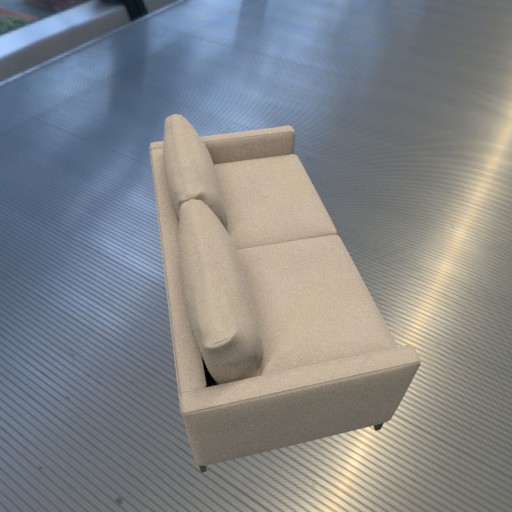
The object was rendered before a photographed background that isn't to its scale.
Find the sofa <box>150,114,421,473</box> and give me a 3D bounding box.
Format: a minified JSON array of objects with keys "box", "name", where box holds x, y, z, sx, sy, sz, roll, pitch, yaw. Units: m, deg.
[{"box":[0.000,0.000,2.189,0.875,0.840,1.682,-9,47,-9],"name":"sofa"}]
